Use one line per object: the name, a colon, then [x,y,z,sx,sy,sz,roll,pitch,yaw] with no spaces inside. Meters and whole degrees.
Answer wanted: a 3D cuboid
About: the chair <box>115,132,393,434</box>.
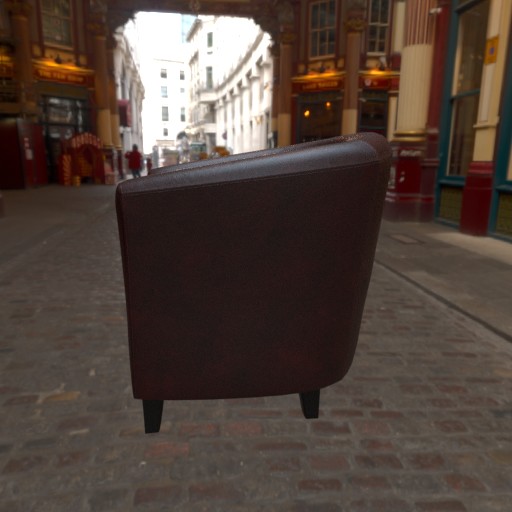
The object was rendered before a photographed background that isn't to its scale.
chair: [0.000,0.000,1.402,0.727,0.756,0.792,-2,13,-8]
